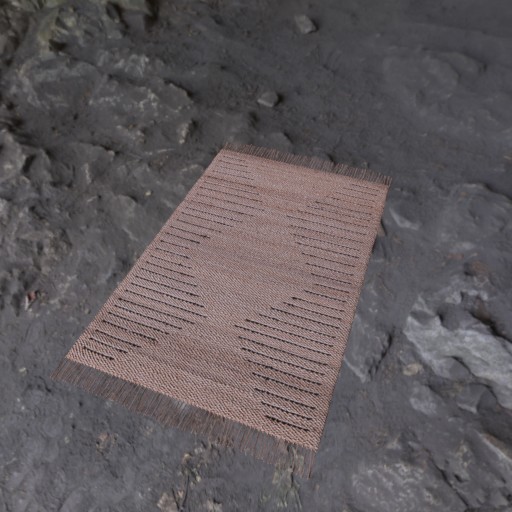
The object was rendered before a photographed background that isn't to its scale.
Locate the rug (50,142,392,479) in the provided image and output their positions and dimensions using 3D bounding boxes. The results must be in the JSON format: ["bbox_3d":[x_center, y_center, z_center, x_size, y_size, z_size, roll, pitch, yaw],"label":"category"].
[{"bbox_3d":[0.000,0.000,2.519,1.224,0.027,2.085,15,49,14],"label":"rug"}]
